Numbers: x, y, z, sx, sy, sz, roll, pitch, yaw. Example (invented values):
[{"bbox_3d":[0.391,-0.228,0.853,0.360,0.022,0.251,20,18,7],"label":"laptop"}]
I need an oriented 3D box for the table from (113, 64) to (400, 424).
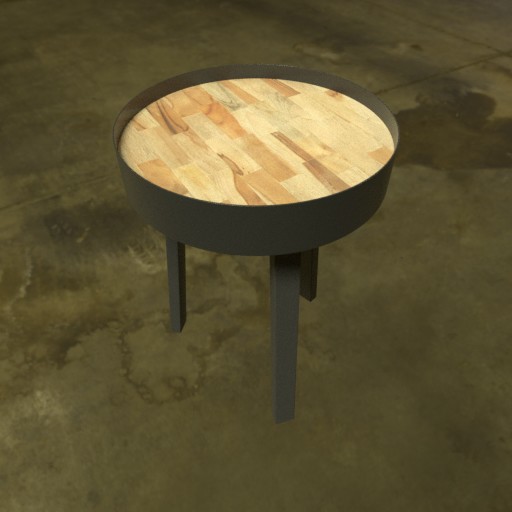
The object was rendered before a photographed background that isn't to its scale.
[{"bbox_3d":[0.000,0.000,0.839,0.406,0.559,0.406,0,45,0],"label":"table"}]
